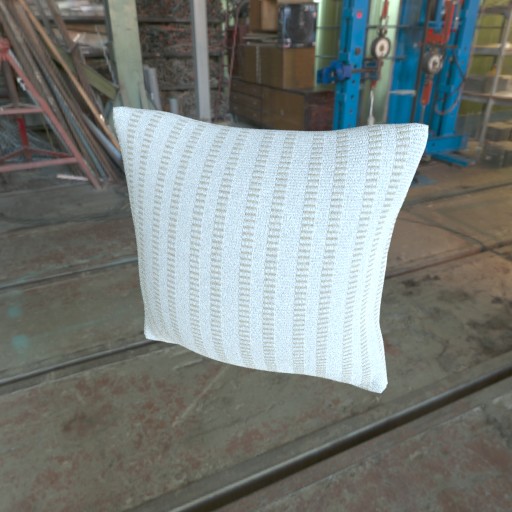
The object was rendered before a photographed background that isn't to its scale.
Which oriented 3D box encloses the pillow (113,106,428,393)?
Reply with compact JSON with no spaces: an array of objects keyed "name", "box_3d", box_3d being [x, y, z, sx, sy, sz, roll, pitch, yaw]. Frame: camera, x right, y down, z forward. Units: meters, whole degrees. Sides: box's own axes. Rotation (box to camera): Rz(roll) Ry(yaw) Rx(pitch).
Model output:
[{"name":"pillow","box_3d":[0.000,0.000,0.674,0.438,0.419,0.247,9,29,17]}]
